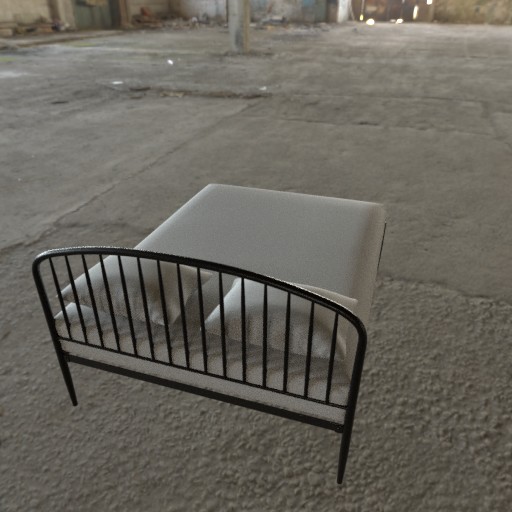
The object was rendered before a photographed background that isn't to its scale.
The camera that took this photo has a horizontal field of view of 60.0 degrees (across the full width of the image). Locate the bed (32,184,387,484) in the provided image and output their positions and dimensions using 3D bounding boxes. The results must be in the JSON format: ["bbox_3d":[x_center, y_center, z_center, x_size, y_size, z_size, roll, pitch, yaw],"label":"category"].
[{"bbox_3d":[0.000,0.000,3.009,1.618,1.166,2.159,9,31,16],"label":"bed"}]
